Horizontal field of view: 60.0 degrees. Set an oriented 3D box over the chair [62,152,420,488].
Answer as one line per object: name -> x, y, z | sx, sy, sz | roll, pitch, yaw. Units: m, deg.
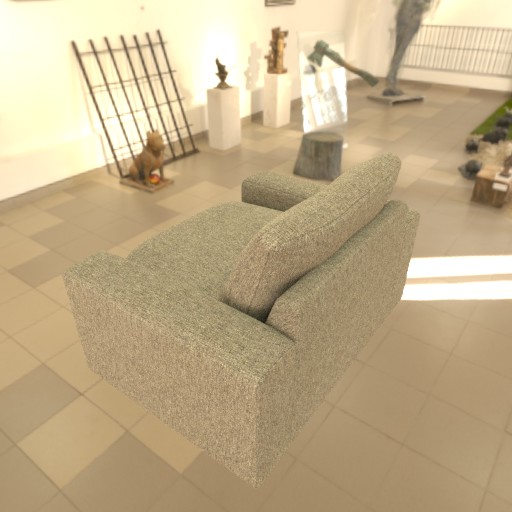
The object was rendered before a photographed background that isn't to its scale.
chair -> 0.000, 0.000, 2.062 | 1.039, 0.915, 1.398 | 21, 38, 30
